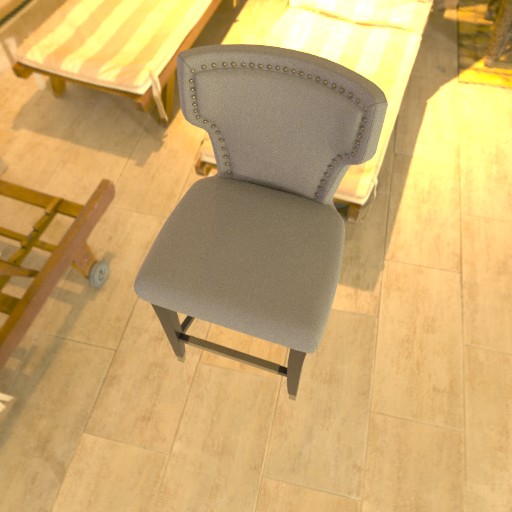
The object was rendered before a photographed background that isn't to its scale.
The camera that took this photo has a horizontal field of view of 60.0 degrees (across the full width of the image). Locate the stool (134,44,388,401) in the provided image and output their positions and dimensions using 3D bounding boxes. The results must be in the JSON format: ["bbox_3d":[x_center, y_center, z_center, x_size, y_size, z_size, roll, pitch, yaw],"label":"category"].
[{"bbox_3d":[0.000,0.000,1.390,0.526,1.092,0.563,16,60,10],"label":"stool"}]
